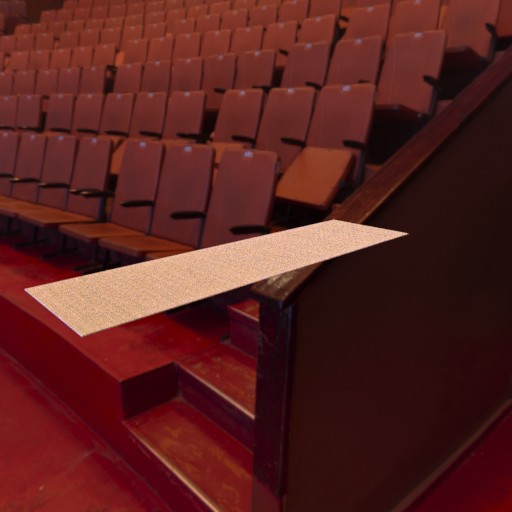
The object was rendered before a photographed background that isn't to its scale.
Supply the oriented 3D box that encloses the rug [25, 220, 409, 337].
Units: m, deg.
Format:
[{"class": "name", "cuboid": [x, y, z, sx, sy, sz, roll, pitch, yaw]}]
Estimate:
[{"class": "rug", "cuboid": [0.000, 0.000, 2.712, 2.437, 0.006, 0.686, -15, 22, -41]}]
